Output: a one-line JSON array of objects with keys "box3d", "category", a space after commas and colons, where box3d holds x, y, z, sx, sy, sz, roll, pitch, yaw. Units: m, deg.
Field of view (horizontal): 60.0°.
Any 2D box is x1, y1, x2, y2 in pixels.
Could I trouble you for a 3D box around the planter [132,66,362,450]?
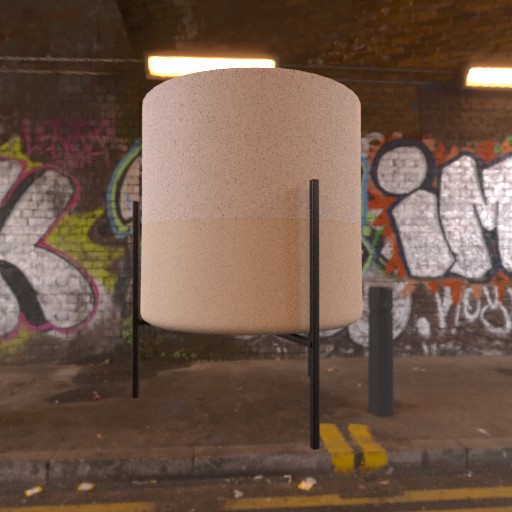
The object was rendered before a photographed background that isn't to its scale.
[{"box3d": [0.000, 0.000, 0.654, 0.313, 0.423, 0.335, 0, -1, 36], "category": "planter"}]
